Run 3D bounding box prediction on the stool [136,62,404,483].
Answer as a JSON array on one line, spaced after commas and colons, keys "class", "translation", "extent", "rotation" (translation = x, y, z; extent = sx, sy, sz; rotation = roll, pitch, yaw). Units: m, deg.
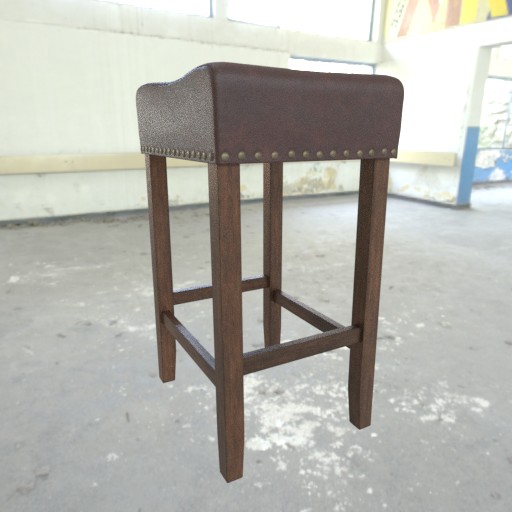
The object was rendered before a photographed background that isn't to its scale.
[{"class": "stool", "translation": [0.000, 0.000, 1.034], "extent": [0.401, 0.769, 0.465], "rotation": [-8, 18, -28]}]
